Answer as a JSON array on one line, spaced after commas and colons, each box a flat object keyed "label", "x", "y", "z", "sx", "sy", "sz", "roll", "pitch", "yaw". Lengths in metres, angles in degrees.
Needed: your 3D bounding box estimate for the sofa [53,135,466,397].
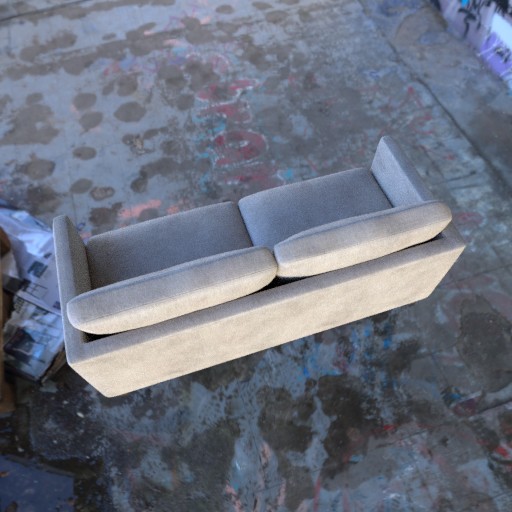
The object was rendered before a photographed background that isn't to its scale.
[{"label": "sofa", "x": 0.000, "y": 0.000, "z": 2.741, "sx": 2.208, "sy": 0.965, "sz": 0.951, "roll": -16, "pitch": 60, "yaw": -9}]
